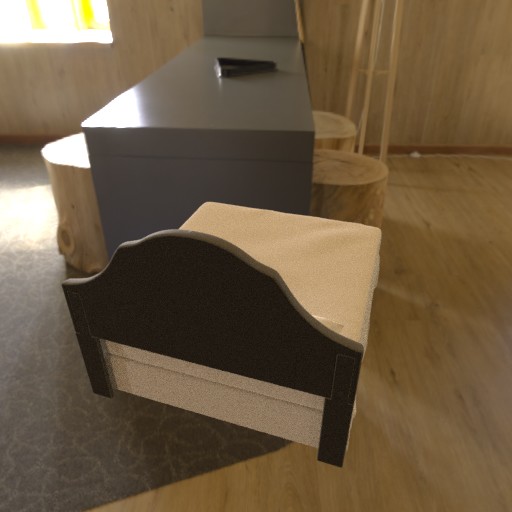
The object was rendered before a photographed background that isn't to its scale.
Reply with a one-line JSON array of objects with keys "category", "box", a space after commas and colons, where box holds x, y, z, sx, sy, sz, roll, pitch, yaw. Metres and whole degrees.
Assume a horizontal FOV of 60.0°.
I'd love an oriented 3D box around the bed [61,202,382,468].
[{"category": "bed", "box": [0.000, 0.000, 3.657, 2.008, 1.615, 2.214, 10, 34, 15]}]
